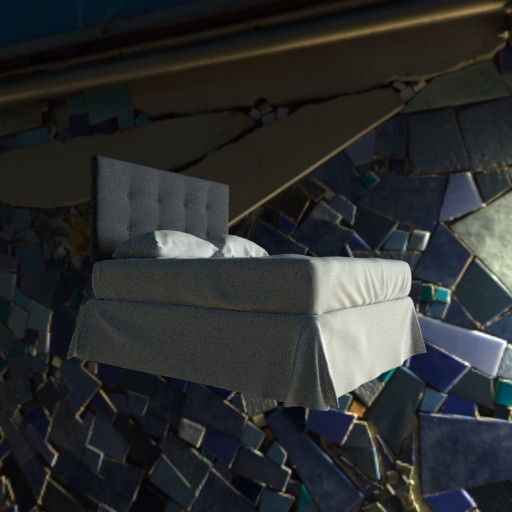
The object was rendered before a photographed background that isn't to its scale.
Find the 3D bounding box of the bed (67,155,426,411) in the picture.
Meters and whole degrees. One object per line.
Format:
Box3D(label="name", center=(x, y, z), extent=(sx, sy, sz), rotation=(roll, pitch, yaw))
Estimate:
Box3D(label="bed", center=(0.000, 0.000, 3.523), extent=(2.222, 1.577, 1.936), rotation=(-1, -1, 36))
